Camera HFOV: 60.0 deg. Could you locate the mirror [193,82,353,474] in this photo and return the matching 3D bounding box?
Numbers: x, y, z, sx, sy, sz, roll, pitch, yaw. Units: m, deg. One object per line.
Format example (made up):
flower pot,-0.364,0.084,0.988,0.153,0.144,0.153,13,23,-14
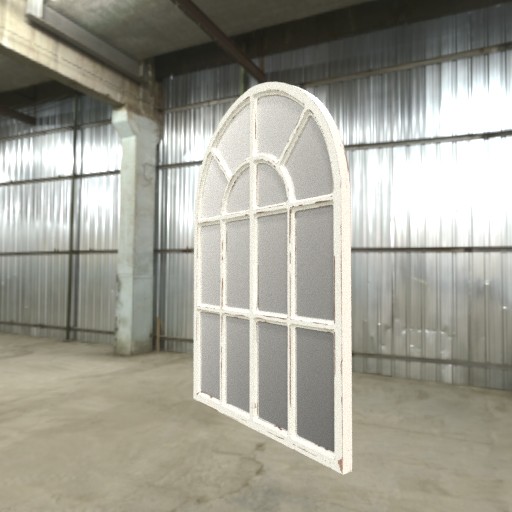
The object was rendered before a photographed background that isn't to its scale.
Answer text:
mirror,0.000,0.000,1.206,0.032,0.920,0.660,1,-2,-36
